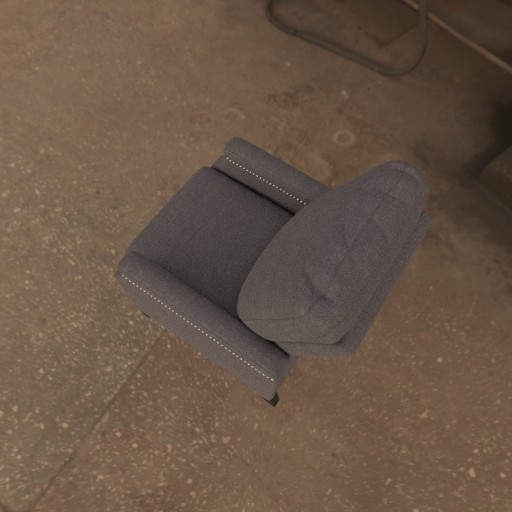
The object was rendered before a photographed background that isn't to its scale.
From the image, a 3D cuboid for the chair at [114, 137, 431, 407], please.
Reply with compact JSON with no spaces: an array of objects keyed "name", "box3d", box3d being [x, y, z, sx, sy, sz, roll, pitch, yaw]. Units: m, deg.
[{"name":"chair","box3d":[0.000,0.000,1.647,0.922,1.049,0.710,32,68,14]}]
